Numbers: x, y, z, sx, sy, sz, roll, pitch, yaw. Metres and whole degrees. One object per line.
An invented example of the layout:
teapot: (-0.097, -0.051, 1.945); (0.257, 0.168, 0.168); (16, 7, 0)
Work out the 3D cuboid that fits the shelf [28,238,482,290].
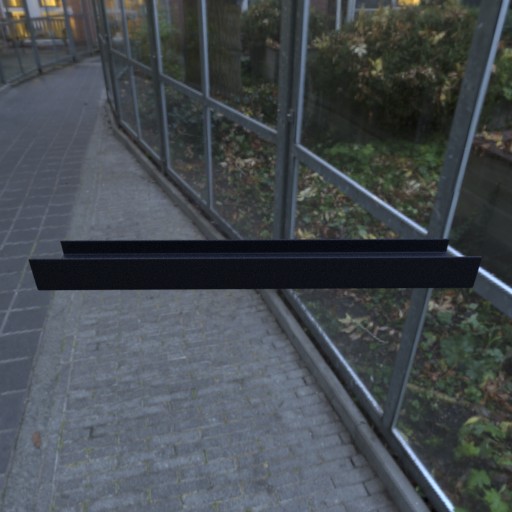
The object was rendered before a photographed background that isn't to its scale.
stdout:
shelf: (0.000, 0.000, 0.647); (0.605, 0.053, 0.102); (0, 30, -1)
